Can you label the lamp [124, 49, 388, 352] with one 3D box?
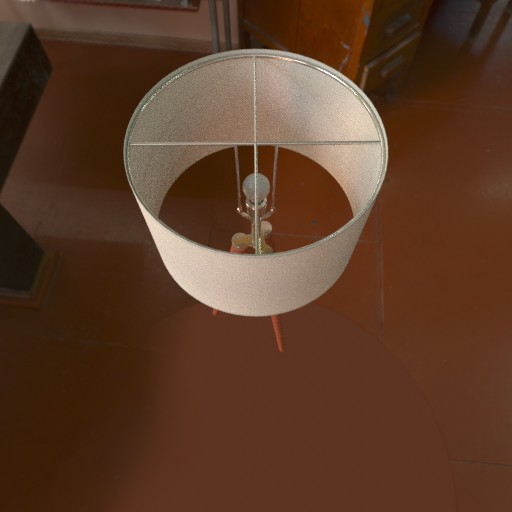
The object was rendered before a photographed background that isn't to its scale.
[{"bbox_3d":[0.000,0.000,0.915,0.355,0.709,0.354,37,69,17],"label":"lamp"}]
